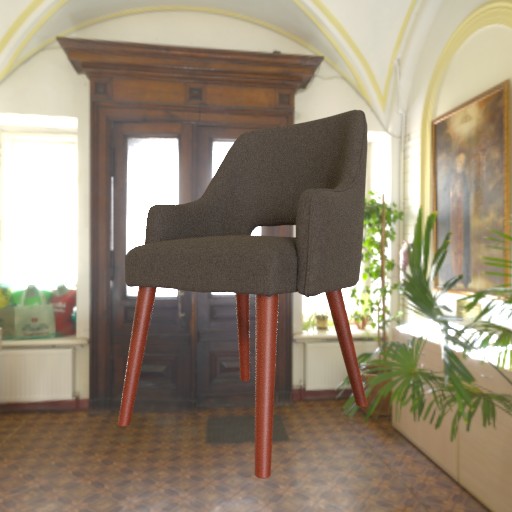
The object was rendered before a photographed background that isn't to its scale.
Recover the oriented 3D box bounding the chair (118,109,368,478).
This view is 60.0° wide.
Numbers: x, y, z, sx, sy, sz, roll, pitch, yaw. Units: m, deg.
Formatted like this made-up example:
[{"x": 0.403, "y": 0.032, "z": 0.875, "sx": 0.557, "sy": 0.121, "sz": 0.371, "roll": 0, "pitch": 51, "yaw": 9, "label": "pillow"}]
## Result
[{"x": 0.000, "y": 0.000, "z": 1.189, "sx": 0.559, "sy": 0.838, "sz": 0.560, "roll": 0, "pitch": 0, "yaw": 36, "label": "chair"}]
